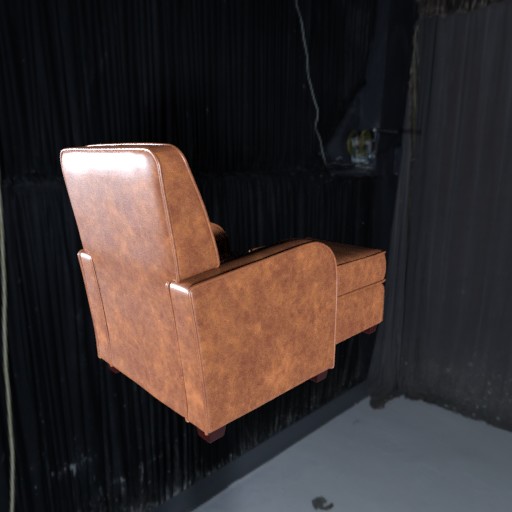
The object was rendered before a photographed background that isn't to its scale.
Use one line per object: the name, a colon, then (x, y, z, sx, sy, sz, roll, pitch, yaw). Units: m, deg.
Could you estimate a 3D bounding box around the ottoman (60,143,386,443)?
ottoman: (0.000, 0.000, 1.855, 1.314, 0.904, 0.732, -13, 18, -43)
